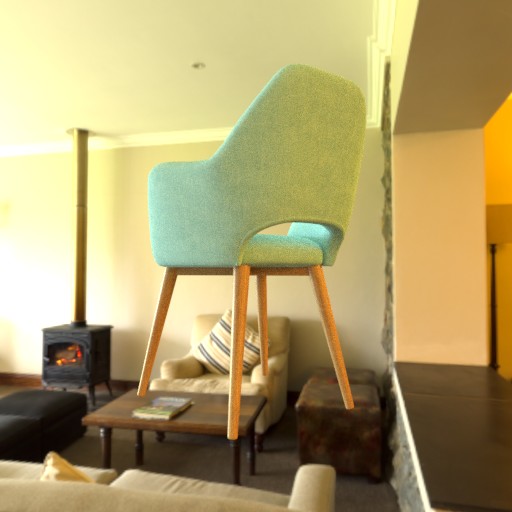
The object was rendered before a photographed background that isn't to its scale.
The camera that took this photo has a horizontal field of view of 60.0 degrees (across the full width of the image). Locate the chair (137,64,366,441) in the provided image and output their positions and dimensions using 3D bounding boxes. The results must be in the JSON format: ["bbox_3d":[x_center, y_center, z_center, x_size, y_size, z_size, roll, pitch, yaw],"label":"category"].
[{"bbox_3d":[0.000,0.000,1.248,0.590,0.840,0.610,1,-2,-35],"label":"chair"}]
